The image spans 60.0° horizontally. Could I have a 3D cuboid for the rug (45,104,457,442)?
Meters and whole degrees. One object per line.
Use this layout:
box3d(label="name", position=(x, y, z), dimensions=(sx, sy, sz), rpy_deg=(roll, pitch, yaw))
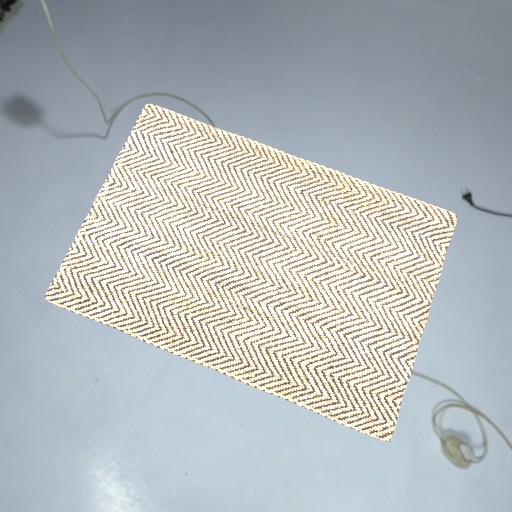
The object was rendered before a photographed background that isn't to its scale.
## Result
box3d(label="rug", position=(0.000, 0.000, 2.293), dimensions=(1.828, 0.008, 1.219), rpy_deg=(21, 76, 5))
